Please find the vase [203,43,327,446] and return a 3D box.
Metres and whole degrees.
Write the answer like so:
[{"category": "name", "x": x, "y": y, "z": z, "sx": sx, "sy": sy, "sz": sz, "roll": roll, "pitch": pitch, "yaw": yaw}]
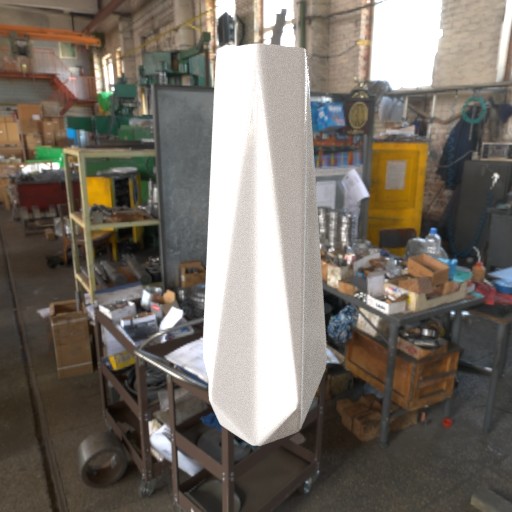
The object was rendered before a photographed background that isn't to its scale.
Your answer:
[{"category": "vase", "x": 0.000, "y": 0.000, "z": 0.389, "sx": 0.116, "sy": 0.329, "sz": 0.122, "roll": 7, "pitch": 17, "yaw": 25}]
